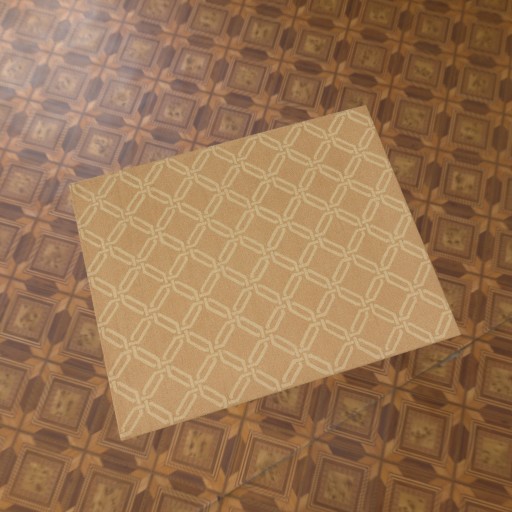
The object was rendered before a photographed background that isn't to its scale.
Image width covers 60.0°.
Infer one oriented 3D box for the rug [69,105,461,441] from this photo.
[{"bbox_3d":[0.000,0.000,3.880,2.895,0.018,2.288,-16,75,-4],"label":"rug"}]
